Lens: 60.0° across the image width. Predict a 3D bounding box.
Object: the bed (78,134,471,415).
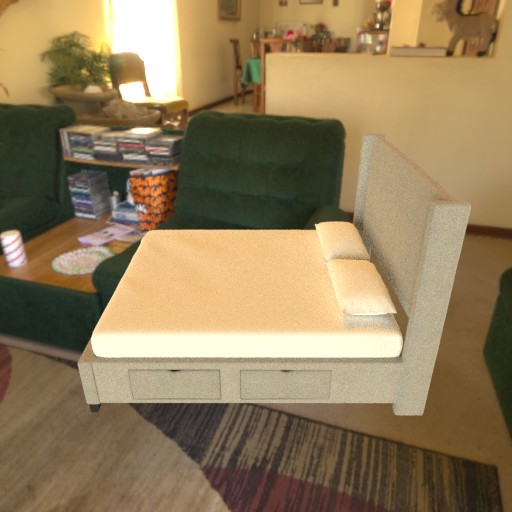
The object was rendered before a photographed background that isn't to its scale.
[{"bbox_3d":[0.000,0.000,3.389,2.222,1.491,1.774,0,27,0],"label":"bed"}]
